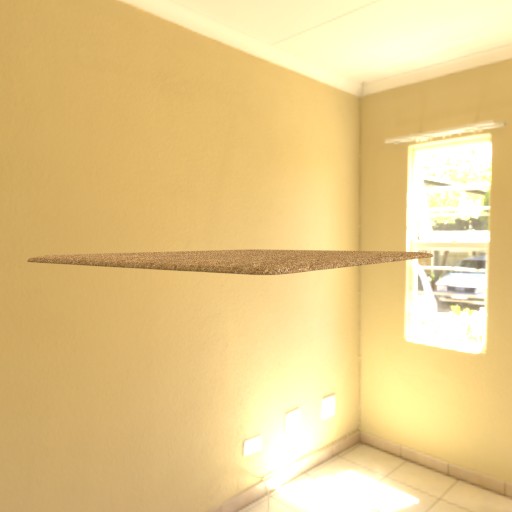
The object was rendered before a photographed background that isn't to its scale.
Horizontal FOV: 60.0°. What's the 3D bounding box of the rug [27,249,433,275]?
[{"bbox_3d":[0.000,0.000,3.792,2.242,0.050,2.873,1,3,36],"label":"rug"}]
